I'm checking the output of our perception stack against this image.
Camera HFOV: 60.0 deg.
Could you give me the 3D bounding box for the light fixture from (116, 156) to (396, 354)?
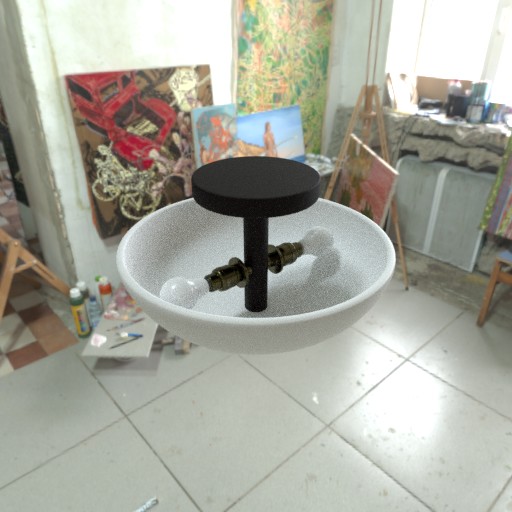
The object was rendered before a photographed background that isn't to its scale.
[{"bbox_3d":[0.000,0.000,0.554,0.331,0.212,0.331,0,29,0],"label":"light fixture"}]
